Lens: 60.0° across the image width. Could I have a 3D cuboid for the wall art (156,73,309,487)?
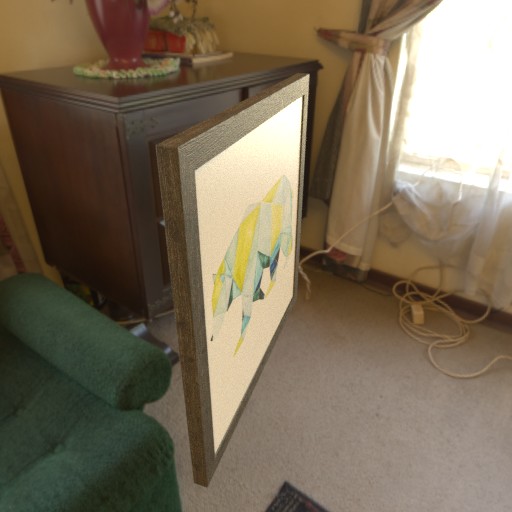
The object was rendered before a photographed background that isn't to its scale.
[{"bbox_3d":[0.000,0.000,0.671,0.027,0.459,0.462,10,31,17],"label":"wall art"}]
